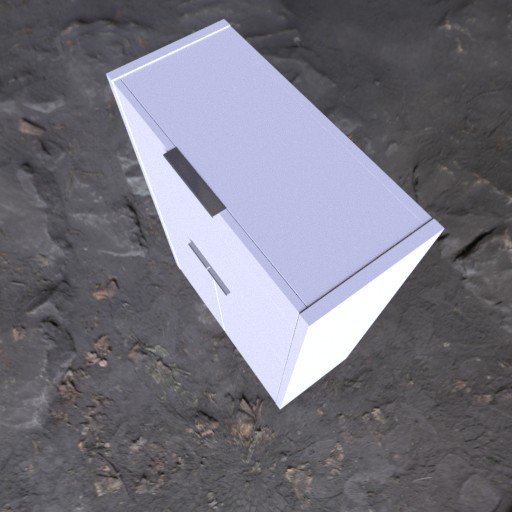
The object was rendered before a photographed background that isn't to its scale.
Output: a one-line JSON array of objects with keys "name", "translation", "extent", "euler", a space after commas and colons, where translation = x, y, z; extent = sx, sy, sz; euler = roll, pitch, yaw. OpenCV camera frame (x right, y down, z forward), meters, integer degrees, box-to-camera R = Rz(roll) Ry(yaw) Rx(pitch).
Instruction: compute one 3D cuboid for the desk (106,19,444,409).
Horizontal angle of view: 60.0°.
[{"name": "desk", "translation": [0.000, 0.000, 1.592], "extent": [0.390, 1.190, 0.850], "euler": [-33, 68, -15]}]
